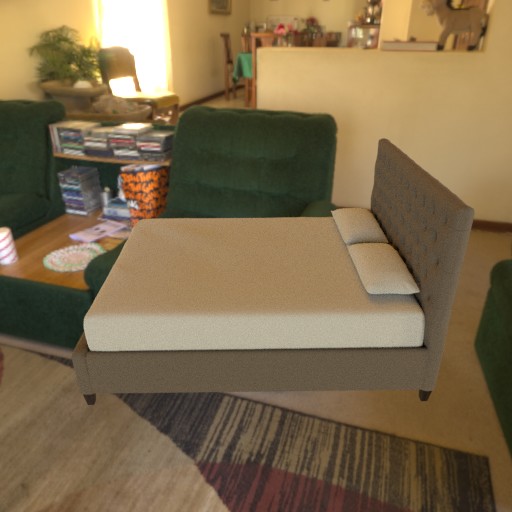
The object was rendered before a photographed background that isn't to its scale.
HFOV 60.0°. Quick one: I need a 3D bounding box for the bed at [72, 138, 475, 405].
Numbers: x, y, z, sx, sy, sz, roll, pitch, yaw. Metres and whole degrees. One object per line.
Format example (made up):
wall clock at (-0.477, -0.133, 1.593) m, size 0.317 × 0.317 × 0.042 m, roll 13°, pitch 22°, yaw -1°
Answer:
bed at (0.000, 0.000, 3.429) m, size 2.387 × 1.427 × 1.698 m, roll 0°, pitch 28°, yaw -1°
